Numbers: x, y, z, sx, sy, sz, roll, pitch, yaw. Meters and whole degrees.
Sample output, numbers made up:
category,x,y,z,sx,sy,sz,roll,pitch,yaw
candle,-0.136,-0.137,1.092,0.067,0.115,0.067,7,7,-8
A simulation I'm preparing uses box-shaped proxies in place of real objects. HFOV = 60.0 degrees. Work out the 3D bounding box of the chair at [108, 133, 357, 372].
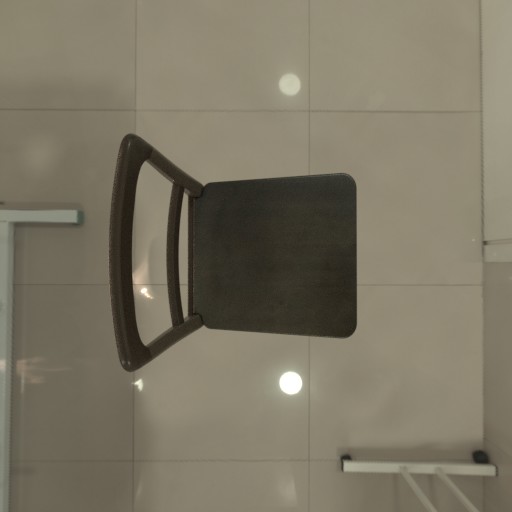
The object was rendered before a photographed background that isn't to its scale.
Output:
category,x,y,z,sx,sy,sz,roll,pitch,yaw
chair,0.000,0.000,1.291,0.546,0.991,0.450,0,89,-1
